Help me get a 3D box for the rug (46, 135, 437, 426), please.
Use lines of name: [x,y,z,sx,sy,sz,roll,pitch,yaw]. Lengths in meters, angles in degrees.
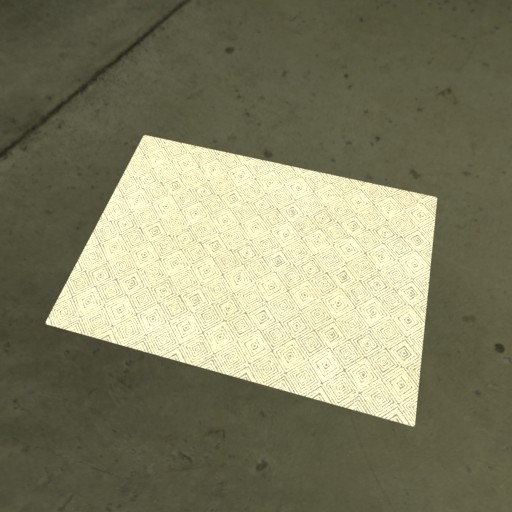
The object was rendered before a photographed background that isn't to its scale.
rug: [0.000,0.000,2.934,2.238,0.008,1.593,14,63,7]
